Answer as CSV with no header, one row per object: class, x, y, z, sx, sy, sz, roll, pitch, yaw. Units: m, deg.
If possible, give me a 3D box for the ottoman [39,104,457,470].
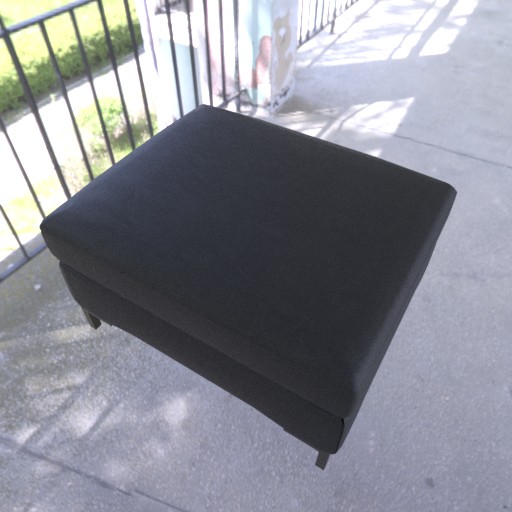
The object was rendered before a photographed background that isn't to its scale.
ottoman,0.000,0.000,1.759,1.187,0.696,0.967,24,52,21
